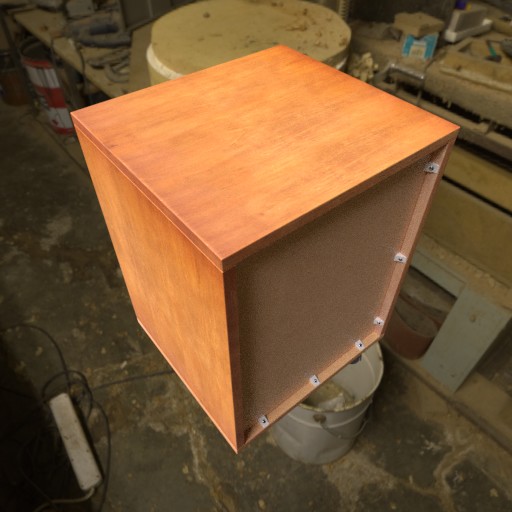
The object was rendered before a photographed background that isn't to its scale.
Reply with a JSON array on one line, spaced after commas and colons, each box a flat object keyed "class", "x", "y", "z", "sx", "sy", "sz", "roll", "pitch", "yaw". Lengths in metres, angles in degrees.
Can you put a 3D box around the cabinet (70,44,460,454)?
[{"class": "cabinet", "x": 0.000, "y": 0.000, "z": 0.845, "sx": 0.409, "sy": 0.579, "sz": 0.401, "roll": -30, "pitch": 53, "yaw": -26}]
